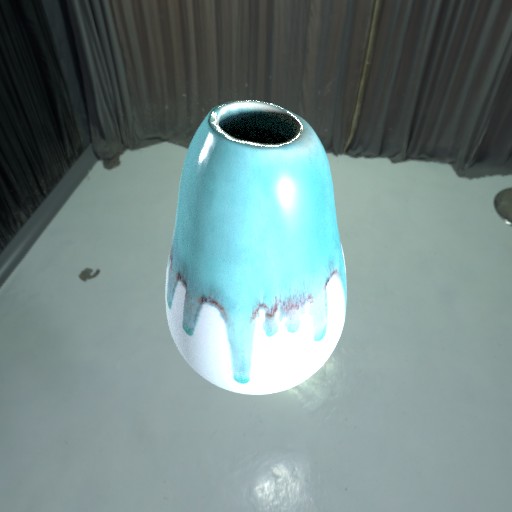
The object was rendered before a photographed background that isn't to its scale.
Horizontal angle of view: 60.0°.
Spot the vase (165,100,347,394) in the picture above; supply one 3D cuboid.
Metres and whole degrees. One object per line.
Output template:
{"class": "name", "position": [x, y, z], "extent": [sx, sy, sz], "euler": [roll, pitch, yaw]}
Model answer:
{"class": "vase", "position": [0.000, 0.000, 0.261], "extent": [0.116, 0.179, 0.116], "euler": [0, 46, 0]}
